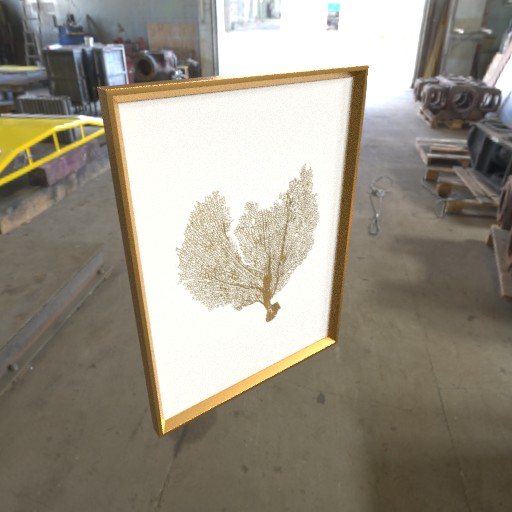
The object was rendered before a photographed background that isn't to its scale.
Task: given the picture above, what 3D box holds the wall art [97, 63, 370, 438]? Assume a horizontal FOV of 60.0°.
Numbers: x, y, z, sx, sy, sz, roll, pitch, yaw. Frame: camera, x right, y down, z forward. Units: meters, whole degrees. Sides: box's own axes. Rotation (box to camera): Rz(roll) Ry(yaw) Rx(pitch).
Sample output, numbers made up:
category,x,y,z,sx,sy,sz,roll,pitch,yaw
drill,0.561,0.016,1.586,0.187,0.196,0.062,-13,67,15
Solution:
category,x,y,z,sx,sy,sz,roll,pitch,yaw
wall art,0.000,0.000,1.060,0.610,0.812,0.038,-19,35,-31
